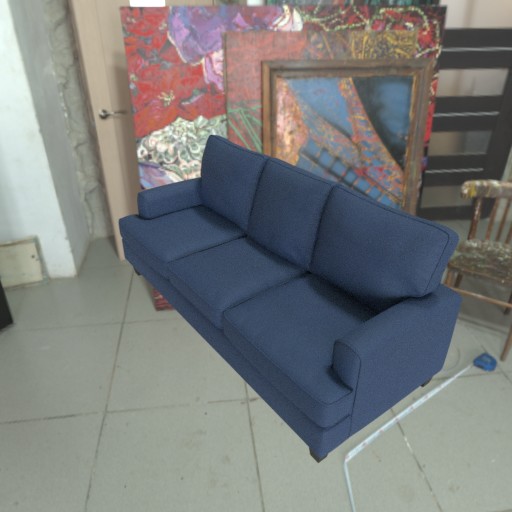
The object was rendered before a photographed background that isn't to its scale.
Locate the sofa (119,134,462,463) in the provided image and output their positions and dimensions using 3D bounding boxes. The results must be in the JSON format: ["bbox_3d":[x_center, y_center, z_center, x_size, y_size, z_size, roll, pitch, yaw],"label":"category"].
[{"bbox_3d":[0.000,0.000,2.691,0.951,0.965,2.158,-21,36,-31],"label":"sofa"}]
